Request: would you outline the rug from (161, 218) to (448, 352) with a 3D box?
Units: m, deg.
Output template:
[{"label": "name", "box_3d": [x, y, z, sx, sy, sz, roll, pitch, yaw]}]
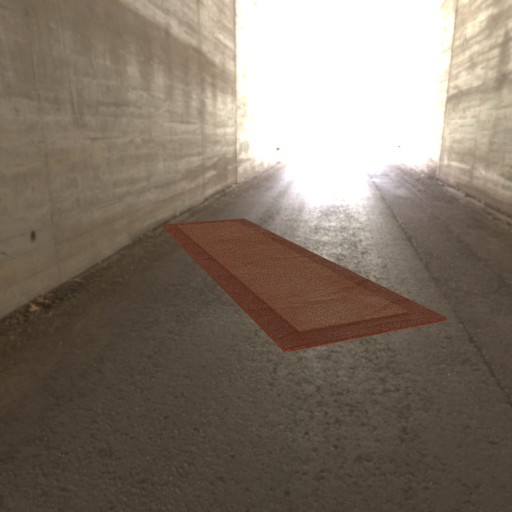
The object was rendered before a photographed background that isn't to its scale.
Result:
[{"label": "rug", "box_3d": [0.000, 0.000, 2.793, 0.914, 0.013, 2.471, -7, 17, -25]}]
